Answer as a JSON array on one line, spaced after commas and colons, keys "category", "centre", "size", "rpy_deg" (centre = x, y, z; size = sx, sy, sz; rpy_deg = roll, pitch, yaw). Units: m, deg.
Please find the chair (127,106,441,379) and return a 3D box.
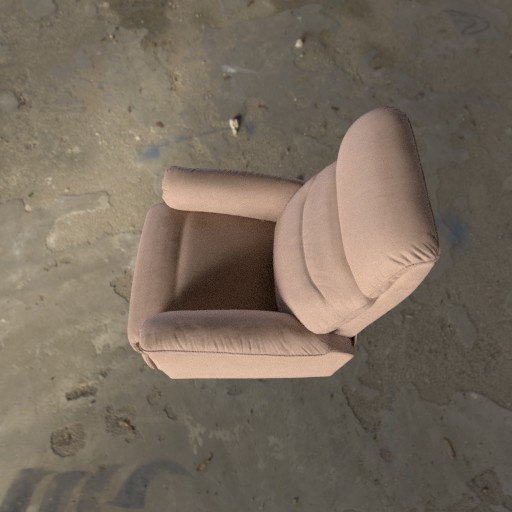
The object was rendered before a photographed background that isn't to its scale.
[{"category": "chair", "centre": [0.000, 0.000, 1.729], "size": [1.004, 1.037, 0.820], "rpy_deg": [0, 59, 0]}]
